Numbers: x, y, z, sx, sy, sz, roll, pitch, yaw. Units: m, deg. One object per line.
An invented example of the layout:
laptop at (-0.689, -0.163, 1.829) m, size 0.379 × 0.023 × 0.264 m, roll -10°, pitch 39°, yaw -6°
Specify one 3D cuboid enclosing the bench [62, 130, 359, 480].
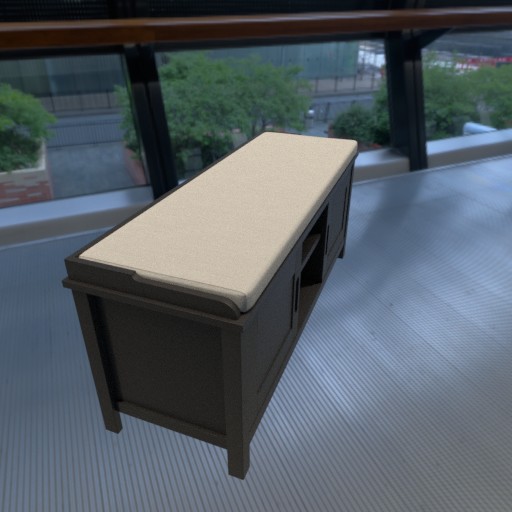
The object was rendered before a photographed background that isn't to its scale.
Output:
bench at (0.000, 0.000, 1.395) m, size 0.398 × 0.501 × 1.140 m, roll 11°, pitch 31°, yaw 19°
